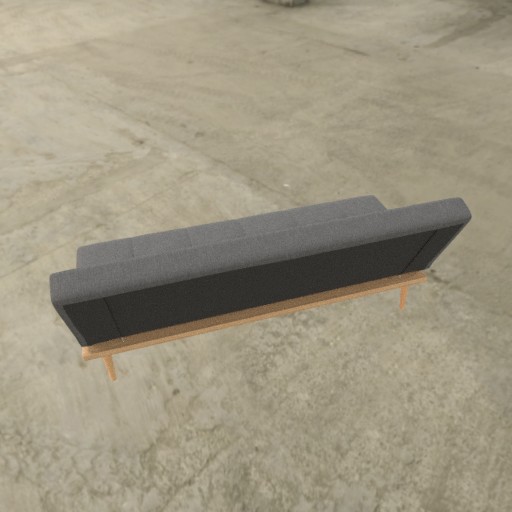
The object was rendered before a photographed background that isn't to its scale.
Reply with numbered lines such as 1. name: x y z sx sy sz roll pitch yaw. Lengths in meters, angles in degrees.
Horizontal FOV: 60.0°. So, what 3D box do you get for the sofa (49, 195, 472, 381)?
1. sofa: 0.000 0.000 2.291 1.820 0.770 0.820 -11 42 -13
